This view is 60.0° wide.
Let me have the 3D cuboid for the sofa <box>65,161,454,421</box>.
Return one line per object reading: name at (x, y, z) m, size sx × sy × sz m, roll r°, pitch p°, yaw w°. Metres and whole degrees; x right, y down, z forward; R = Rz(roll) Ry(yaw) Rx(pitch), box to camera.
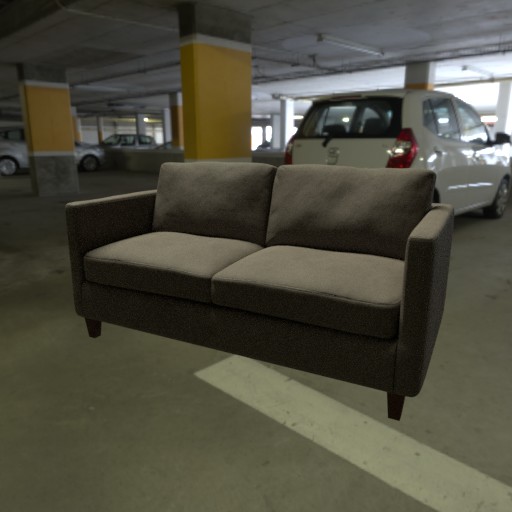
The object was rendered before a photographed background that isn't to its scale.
sofa at (0.000, 0.000, 2.402) m, size 1.884 × 0.963 × 0.950 m, roll 7°, pitch 16°, yaw 26°
